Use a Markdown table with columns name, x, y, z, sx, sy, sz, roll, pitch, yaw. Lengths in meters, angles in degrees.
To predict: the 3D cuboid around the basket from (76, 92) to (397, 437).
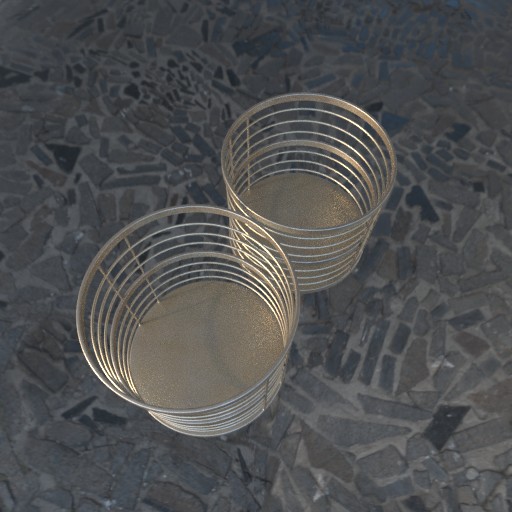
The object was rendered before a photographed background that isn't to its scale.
| name | x | y | z | sx | sy | sz | roll | pitch | yaw |
| --- | --- | --- | --- | --- | --- | --- | --- | --- | --- |
| basket | 0.000 | 0.000 | 0.938 | 0.356 | 0.351 | 0.746 | 30 | 67 | 15 |
